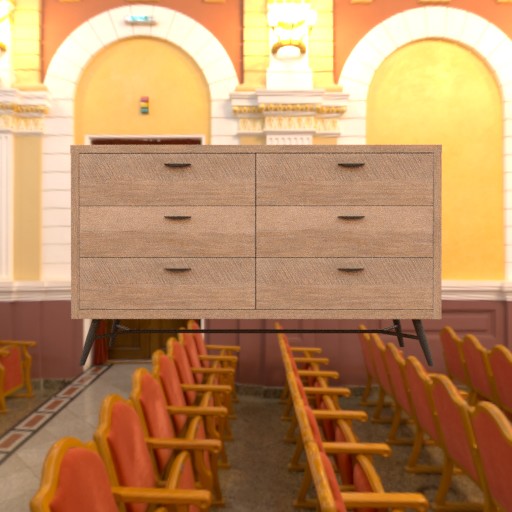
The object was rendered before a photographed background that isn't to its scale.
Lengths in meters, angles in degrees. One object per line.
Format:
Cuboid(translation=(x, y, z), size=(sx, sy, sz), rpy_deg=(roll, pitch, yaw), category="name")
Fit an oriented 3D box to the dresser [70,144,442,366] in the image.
Cuboid(translation=(0.000, 0.000, 2.031), size=(1.524, 0.914, 0.457), rpy_deg=(0, 0, 0), category="dresser")
